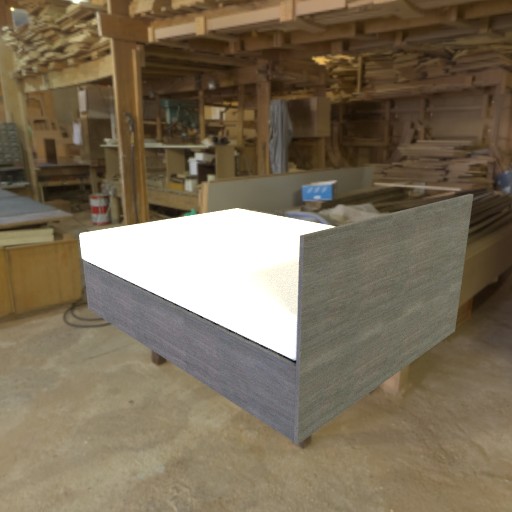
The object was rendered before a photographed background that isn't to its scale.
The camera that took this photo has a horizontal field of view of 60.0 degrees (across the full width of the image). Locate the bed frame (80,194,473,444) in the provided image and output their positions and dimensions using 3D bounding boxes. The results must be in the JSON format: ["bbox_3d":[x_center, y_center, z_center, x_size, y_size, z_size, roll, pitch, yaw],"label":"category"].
[{"bbox_3d":[0.000,0.000,2.672,1.400,0.800,1.900,-15,22,-42],"label":"bed frame"}]
